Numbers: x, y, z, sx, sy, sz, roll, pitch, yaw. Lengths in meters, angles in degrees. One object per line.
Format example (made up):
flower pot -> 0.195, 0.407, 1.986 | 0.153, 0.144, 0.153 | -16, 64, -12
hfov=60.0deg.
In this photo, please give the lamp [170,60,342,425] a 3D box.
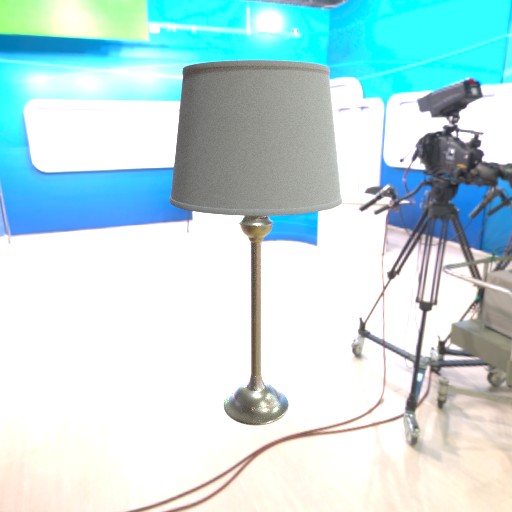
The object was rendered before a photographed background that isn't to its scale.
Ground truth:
lamp -> 0.000, 0.000, 0.897 | 0.331, 0.698, 0.331 | 0, 17, 0
